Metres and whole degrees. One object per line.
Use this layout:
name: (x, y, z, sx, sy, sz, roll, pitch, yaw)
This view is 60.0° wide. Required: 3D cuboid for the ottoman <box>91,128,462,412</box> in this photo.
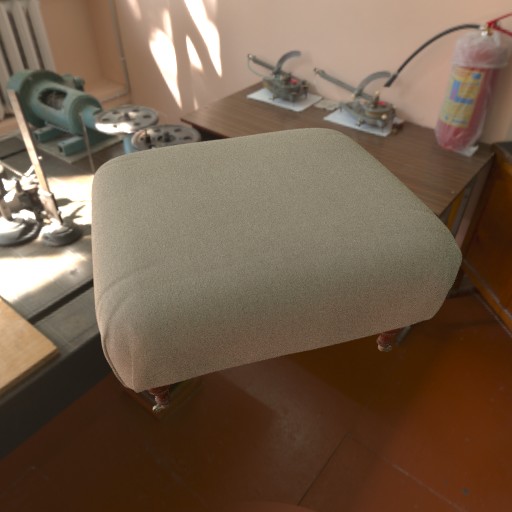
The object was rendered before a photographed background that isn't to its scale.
ottoman: (0.000, 0.000, 1.122, 0.746, 0.450, 0.639, -11, 41, -13)
